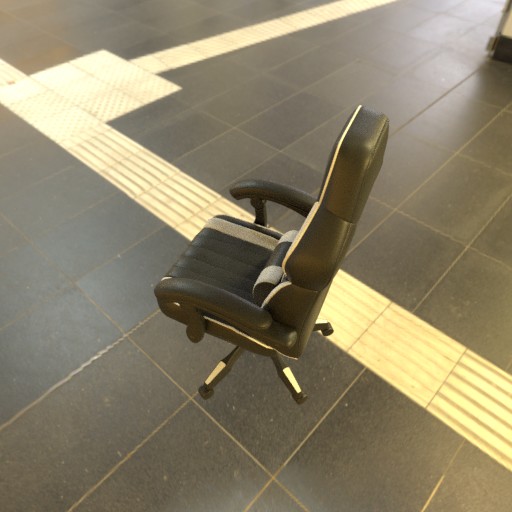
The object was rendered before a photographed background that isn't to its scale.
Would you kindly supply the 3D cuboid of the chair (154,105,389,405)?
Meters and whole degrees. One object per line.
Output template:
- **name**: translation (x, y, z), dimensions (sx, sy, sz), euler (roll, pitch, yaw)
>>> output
- **chair**: translation (0.000, 0.000, 1.612), dimensions (0.700, 1.200, 0.676), euler (17, 49, 16)
